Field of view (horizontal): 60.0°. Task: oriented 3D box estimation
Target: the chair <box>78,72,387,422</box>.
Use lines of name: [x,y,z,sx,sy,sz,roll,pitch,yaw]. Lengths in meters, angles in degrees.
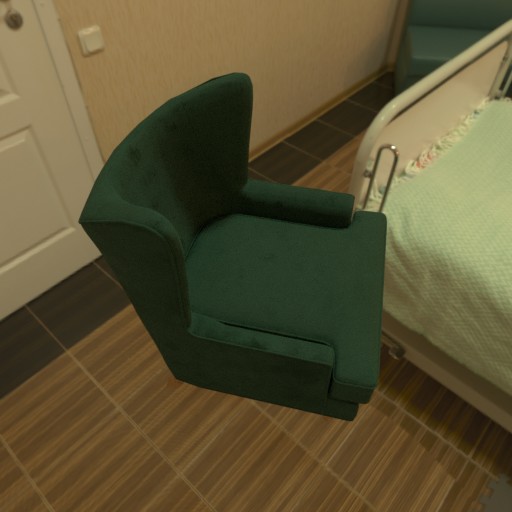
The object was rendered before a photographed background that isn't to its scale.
chair: [0.000,0.000,1.566,0.910,0.952,0.793,10,49,9]
